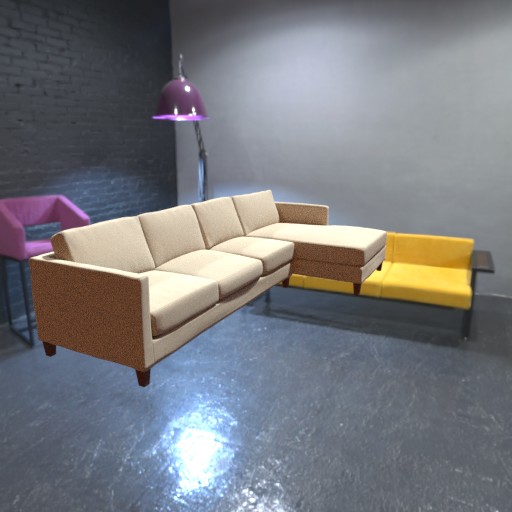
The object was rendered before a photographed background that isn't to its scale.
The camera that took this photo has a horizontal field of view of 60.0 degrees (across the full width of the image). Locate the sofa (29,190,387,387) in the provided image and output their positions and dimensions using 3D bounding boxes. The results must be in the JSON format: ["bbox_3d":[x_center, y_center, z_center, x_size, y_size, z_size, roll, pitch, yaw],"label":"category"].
[{"bbox_3d":[0.000,0.000,3.869,1.625,0.861,3.186,8,16,27],"label":"sofa"}]
